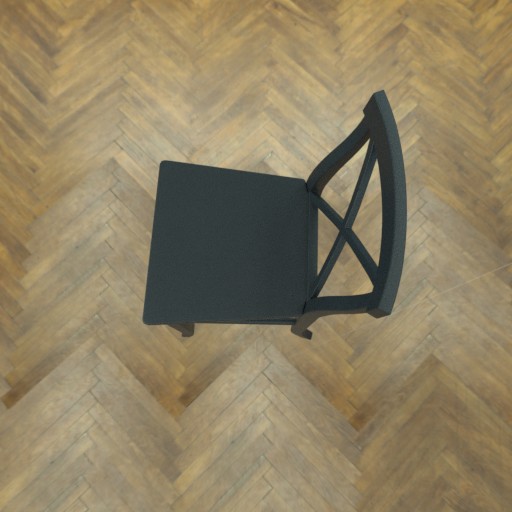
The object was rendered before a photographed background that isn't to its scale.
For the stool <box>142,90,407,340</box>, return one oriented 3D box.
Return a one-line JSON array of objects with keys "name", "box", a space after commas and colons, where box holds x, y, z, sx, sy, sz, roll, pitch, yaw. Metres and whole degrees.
[{"name": "stool", "box": [0.000, 0.000, 1.294, 0.559, 0.989, 0.452, 3, 75, 1]}]
